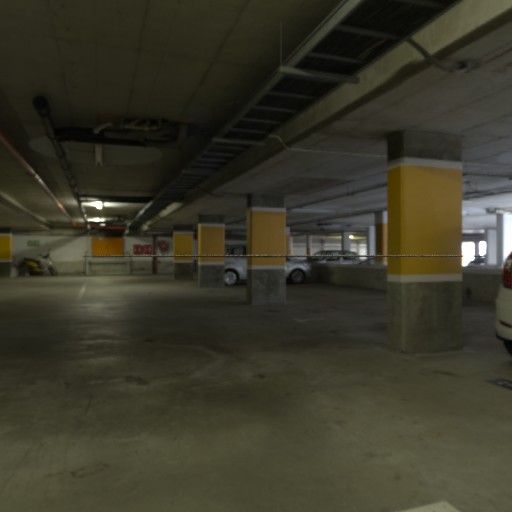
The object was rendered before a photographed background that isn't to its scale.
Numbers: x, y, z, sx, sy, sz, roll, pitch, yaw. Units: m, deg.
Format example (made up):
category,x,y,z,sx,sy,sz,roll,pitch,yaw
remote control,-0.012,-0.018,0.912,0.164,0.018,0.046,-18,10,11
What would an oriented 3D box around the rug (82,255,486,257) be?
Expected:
category,x,y,z,sx,sy,sz,roll,pitch,yaw
rug,0.000,0.000,2.930,1.593,0.008,2.238,0,0,-37
